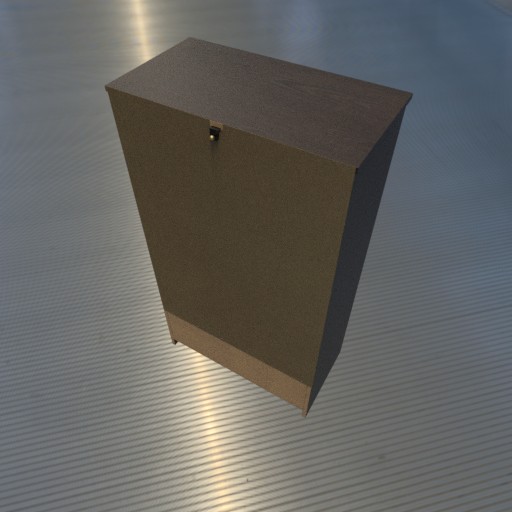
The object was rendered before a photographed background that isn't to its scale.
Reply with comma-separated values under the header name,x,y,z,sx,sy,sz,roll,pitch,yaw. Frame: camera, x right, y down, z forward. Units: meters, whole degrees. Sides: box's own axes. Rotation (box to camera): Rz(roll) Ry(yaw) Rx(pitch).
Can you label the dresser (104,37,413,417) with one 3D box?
name,x,y,z,sx,sy,sz,roll,pitch,yaw
dresser,0.000,0.000,1.597,0.704,1.254,0.418,24,51,20
